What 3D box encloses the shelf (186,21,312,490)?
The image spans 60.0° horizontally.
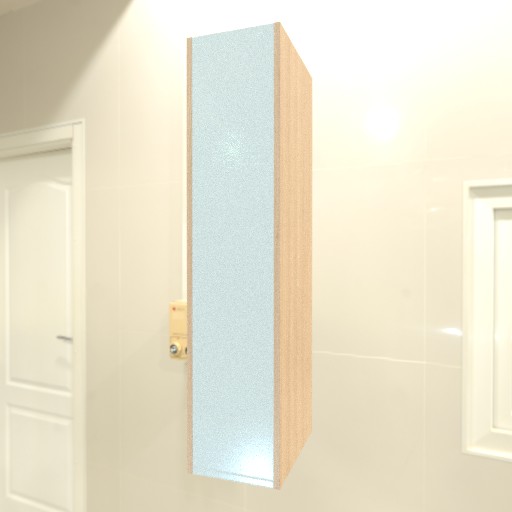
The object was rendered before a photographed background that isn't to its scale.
[{"bbox_3d":[0.000,0.000,1.002,0.197,0.882,0.290,0,1,19],"label":"shelf"}]
